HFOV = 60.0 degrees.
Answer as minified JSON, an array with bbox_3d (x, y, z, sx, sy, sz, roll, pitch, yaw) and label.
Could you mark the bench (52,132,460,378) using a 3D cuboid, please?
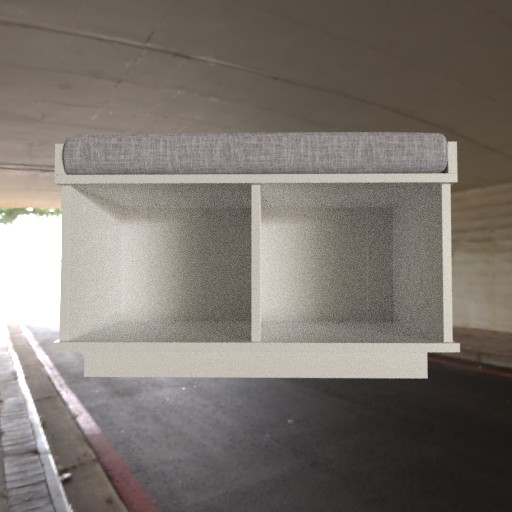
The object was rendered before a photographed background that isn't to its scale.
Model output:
[{"bbox_3d":[0.000,0.000,0.973,0.734,0.461,0.362,0,-2,1],"label":"bench"}]
